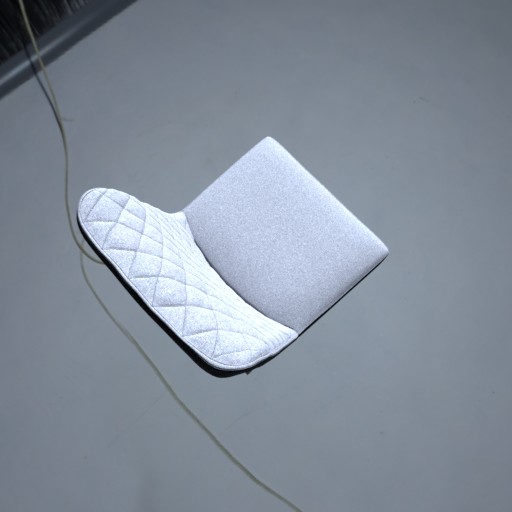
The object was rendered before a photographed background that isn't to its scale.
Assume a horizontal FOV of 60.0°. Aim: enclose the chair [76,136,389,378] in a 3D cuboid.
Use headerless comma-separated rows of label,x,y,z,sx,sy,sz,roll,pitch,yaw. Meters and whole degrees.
chair,0.000,0.000,1.248,0.587,0.889,0.508,-42,79,-10
